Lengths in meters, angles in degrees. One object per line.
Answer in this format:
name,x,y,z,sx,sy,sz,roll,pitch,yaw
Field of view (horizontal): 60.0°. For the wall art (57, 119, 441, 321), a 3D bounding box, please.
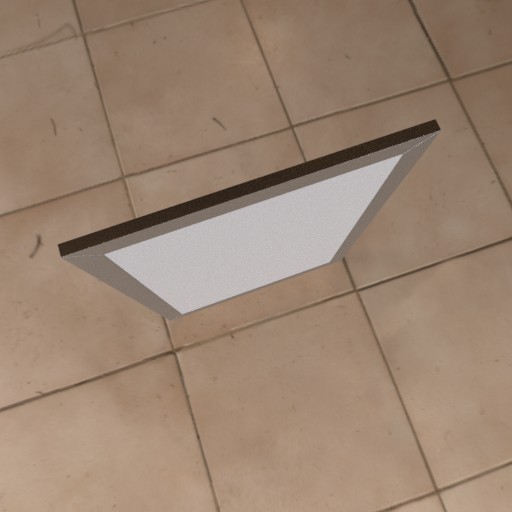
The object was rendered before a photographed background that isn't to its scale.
wall art,0.000,0.000,0.670,0.376,0.529,0.013,-19,76,-5
